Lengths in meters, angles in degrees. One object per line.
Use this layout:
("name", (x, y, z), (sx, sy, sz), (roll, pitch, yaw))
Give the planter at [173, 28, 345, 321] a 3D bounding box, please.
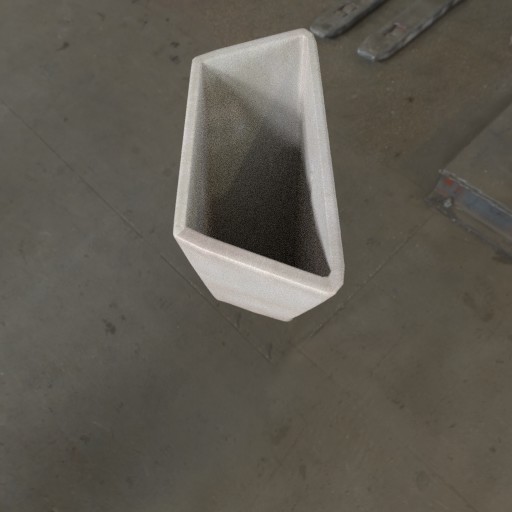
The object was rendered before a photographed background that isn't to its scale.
("planter", (0.000, 0.000, 0.269), (0.060, 0.197, 0.150), (0, 59, 0))
